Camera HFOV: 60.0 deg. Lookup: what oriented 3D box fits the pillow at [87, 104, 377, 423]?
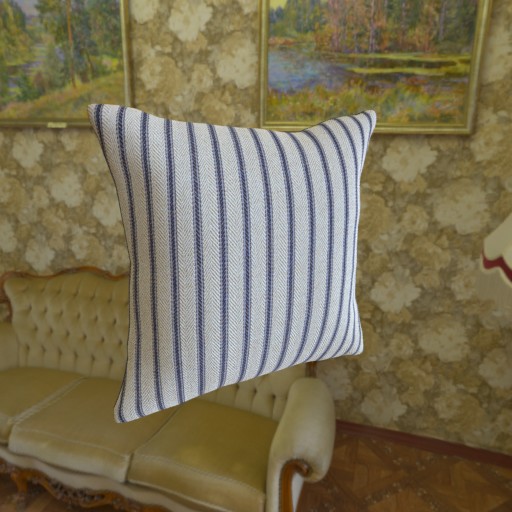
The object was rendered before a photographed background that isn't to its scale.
[{"bbox_3d":[0.000,0.000,0.692,0.468,0.444,0.138,-8,17,-28],"label":"pillow"}]
